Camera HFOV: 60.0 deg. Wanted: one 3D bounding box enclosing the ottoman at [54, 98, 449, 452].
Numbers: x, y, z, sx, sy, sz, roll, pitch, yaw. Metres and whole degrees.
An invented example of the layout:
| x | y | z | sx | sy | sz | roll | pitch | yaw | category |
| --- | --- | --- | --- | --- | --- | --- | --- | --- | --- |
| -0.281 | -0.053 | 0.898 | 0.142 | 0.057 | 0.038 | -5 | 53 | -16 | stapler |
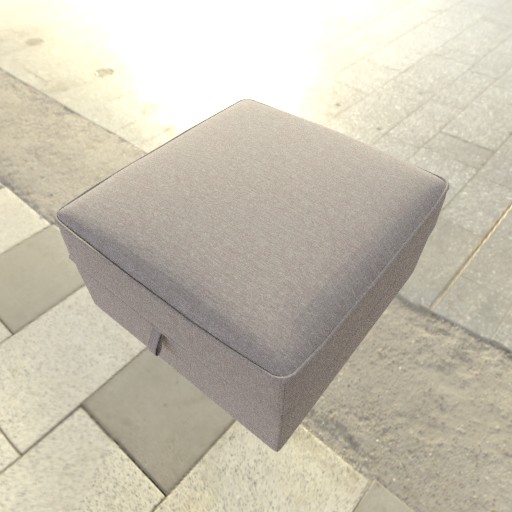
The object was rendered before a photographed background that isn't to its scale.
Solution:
| x | y | z | sx | sy | sz | roll | pitch | yaw | category |
| --- | --- | --- | --- | --- | --- | --- | --- | --- | --- |
| 0.000 | 0.000 | 1.389 | 0.808 | 0.612 | 0.871 | 31 | 55 | 25 | ottoman |
